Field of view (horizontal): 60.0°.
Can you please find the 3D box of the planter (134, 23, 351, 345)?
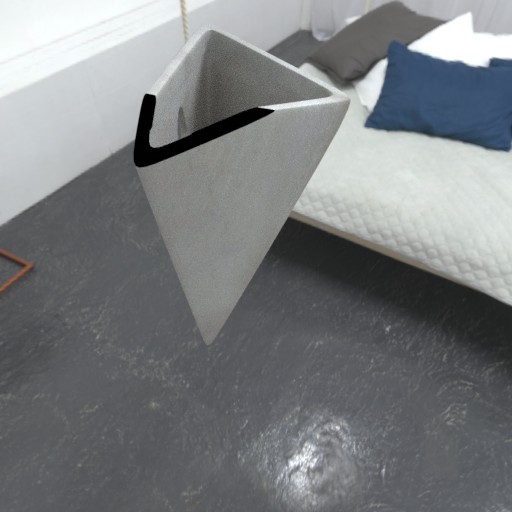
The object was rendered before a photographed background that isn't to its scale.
[{"bbox_3d":[0.000,0.000,0.154,0.047,0.130,0.058,9,48,8],"label":"planter"}]
